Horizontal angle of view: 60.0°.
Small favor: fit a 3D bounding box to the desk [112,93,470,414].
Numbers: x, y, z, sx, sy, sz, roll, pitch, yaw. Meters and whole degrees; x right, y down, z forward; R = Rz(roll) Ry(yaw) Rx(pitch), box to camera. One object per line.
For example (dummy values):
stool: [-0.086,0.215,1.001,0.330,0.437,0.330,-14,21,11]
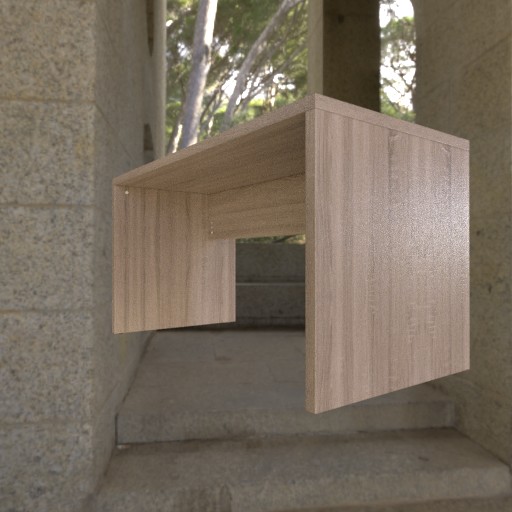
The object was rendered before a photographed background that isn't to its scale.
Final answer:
desk: [0.000,0.000,1.777,0.690,0.745,1.380,0,0,-37]
